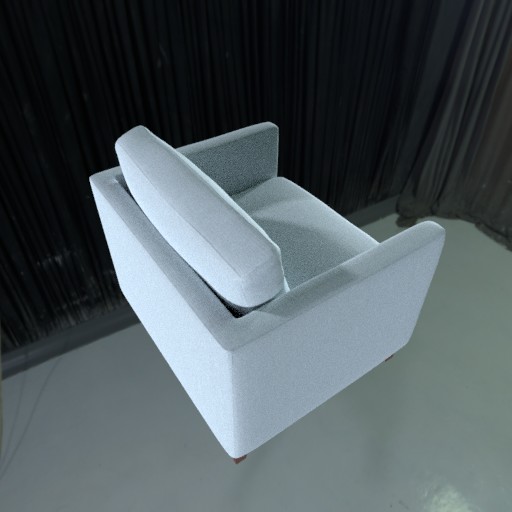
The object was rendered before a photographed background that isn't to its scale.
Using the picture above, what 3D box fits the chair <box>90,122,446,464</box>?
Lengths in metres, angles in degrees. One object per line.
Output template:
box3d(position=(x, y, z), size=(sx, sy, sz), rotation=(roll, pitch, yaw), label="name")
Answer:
box3d(position=(0.000, 0.000, 1.853), size=(0.953, 0.961, 1.107), rotation=(-25, 47, -25), label="chair")
